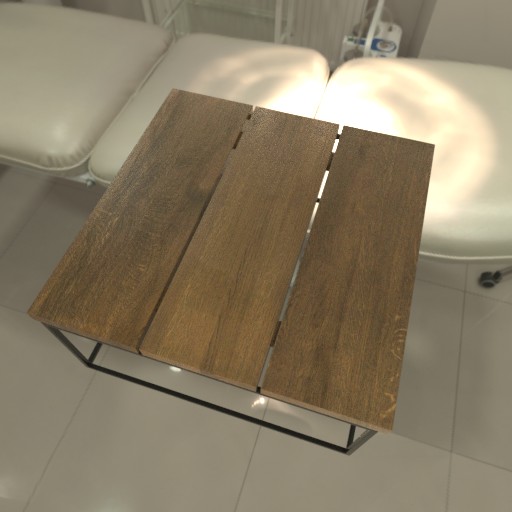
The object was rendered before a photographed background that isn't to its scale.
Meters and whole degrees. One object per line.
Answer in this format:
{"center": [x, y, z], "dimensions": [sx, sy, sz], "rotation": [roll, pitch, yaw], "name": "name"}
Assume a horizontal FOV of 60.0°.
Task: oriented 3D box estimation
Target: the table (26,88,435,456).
{"center": [0.000, 0.000, 1.415], "dimensions": [0.900, 0.400, 0.900], "rotation": [15, 59, 9], "name": "table"}
